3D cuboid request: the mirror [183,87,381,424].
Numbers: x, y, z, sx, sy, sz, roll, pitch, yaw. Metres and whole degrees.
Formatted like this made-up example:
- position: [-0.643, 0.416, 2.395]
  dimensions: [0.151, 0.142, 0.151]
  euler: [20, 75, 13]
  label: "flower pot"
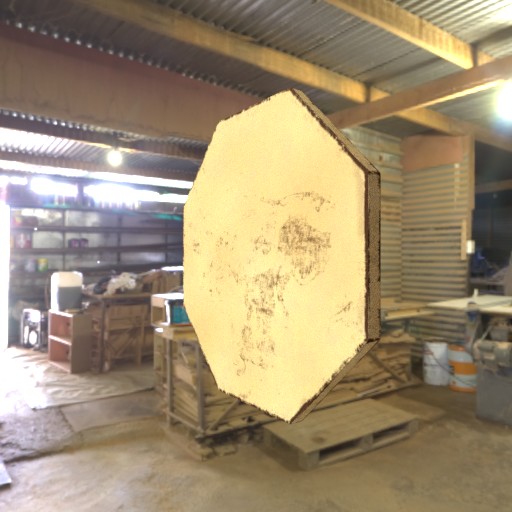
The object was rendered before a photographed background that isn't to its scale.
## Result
- position: [0.000, 0.000, 0.968]
  dimensions: [0.031, 0.648, 0.648]
  euler: [0, 0, -36]
  label: "mirror"
